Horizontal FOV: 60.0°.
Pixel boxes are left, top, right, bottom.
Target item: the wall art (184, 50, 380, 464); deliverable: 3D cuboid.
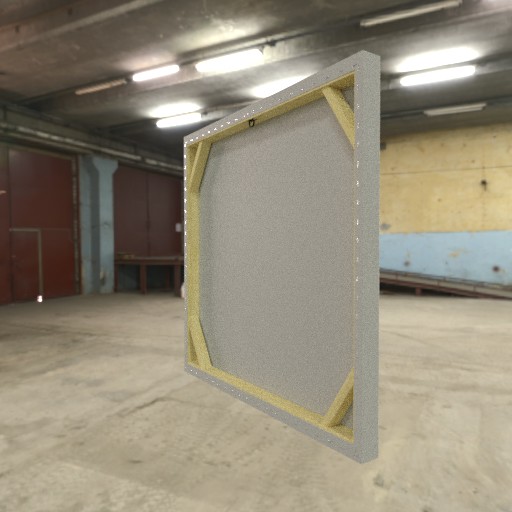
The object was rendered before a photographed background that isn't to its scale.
[{"bbox_3d":[0.000,0.000,0.914,0.038,0.610,0.610,-1,1,-34],"label":"wall art"}]
